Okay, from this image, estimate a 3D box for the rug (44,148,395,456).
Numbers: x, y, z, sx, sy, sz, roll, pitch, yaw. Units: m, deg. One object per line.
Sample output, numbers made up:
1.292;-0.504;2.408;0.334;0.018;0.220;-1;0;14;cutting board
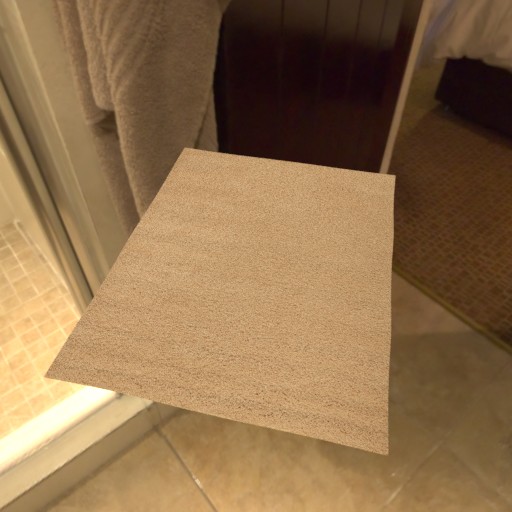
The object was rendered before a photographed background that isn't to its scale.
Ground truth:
0.000;0.000;3.978;2.400;0.026;3.000;10;47;9;rug
